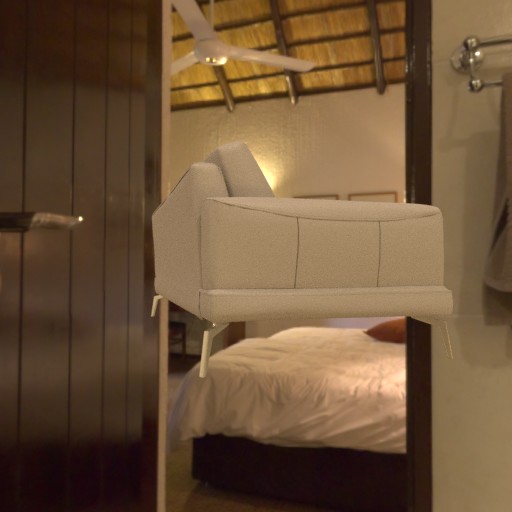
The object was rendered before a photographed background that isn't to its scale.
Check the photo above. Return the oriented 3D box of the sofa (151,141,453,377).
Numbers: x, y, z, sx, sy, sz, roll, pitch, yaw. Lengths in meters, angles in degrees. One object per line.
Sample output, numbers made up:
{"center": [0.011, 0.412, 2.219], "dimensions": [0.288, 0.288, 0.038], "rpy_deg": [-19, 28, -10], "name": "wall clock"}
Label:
{"center": [0.000, 0.000, 2.748], "dimensions": [1.121, 0.930, 2.177], "rpy_deg": [0, -1, -18], "name": "sofa"}
